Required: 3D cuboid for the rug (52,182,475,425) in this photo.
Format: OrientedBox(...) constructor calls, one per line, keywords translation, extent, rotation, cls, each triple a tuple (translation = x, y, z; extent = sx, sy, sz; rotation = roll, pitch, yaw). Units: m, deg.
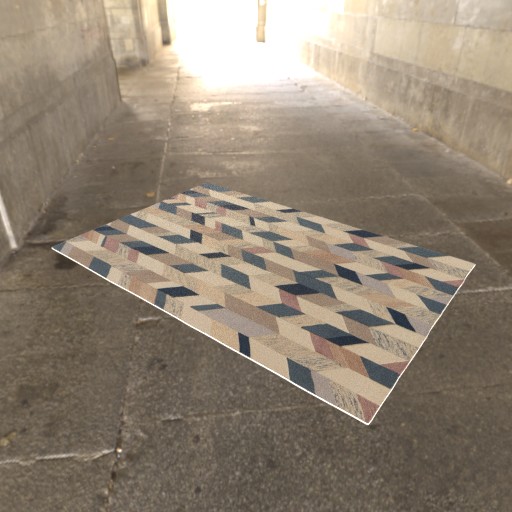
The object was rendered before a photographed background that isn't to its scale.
OrientedBox(translation=(0.000, 0.000, 2.255), extent=(1.813, 0.006, 1.202), rotation=(21, 37, 32), cls="rug")
